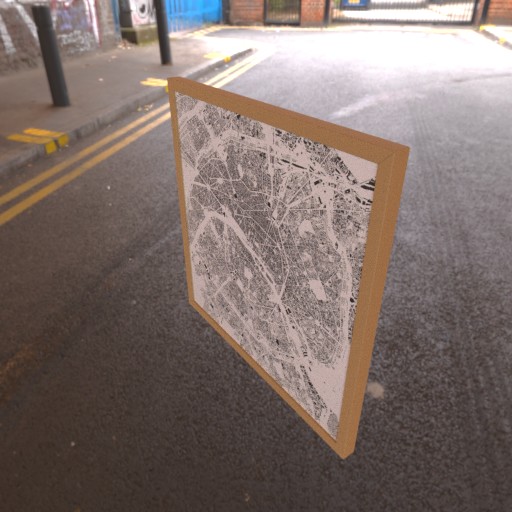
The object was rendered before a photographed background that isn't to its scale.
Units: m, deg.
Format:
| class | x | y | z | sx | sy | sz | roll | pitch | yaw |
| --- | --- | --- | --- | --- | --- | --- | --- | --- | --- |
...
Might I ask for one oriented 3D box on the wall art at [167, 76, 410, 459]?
| class | x | y | z | sx | sy | sz | roll | pitch | yaw |
| --- | --- | --- | --- | --- | --- | --- | --- | --- | --- |
| wall art | 0.000 | 0.000 | 1.139 | 0.037 | 0.761 | 0.761 | -21 | 37 | -30 |
